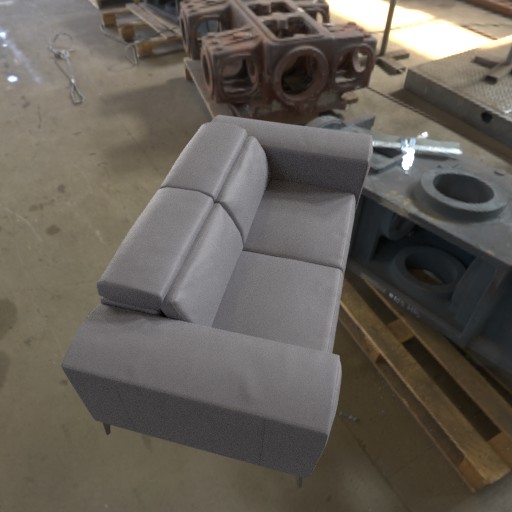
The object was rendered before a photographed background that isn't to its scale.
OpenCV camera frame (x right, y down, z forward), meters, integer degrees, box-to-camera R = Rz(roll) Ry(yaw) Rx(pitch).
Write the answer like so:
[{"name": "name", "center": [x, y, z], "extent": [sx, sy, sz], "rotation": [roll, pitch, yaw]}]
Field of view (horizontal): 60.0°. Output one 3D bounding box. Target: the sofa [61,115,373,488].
[{"name": "sofa", "center": [0.000, 0.000, 2.305], "extent": [1.003, 0.779, 1.895], "rotation": [11, 47, 10]}]
